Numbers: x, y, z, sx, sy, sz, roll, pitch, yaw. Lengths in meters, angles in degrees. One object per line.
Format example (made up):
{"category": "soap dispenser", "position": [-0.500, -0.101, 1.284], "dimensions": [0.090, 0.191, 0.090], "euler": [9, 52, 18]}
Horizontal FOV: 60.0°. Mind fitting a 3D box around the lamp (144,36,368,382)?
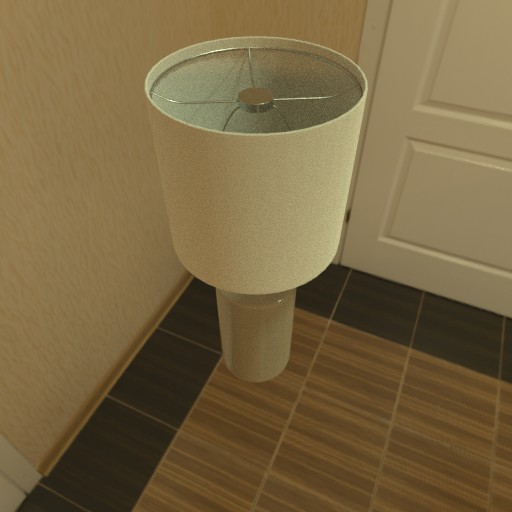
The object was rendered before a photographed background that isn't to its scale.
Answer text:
{"category": "lamp", "position": [0.000, 0.000, 0.602], "dimensions": [0.212, 0.493, 0.212], "euler": [-3, 46, -3]}
